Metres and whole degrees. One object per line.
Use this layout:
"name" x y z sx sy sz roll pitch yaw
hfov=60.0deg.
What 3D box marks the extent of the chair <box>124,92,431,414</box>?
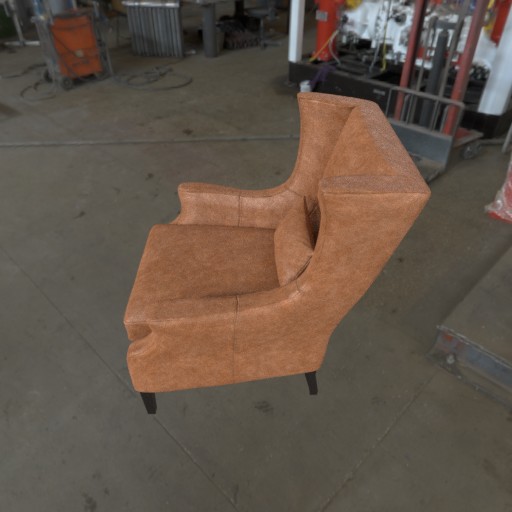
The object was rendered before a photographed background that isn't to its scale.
"chair" 0.000 0.000 1.713 0.926 1.016 0.853 0 39 0
